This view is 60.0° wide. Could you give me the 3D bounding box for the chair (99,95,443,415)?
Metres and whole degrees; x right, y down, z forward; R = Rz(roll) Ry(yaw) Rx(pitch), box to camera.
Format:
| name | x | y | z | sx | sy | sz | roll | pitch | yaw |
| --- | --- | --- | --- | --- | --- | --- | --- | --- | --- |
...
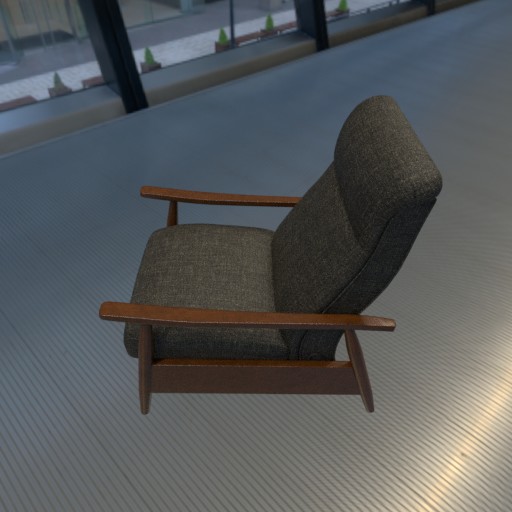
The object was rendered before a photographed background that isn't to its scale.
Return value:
| name | x | y | z | sx | sy | sz | roll | pitch | yaw |
| --- | --- | --- | --- | --- | --- | --- | --- | --- | --- |
| chair | 0.000 | 0.000 | 1.747 | 1.014 | 1.082 | 0.762 | 0 | 41 | 0 |
